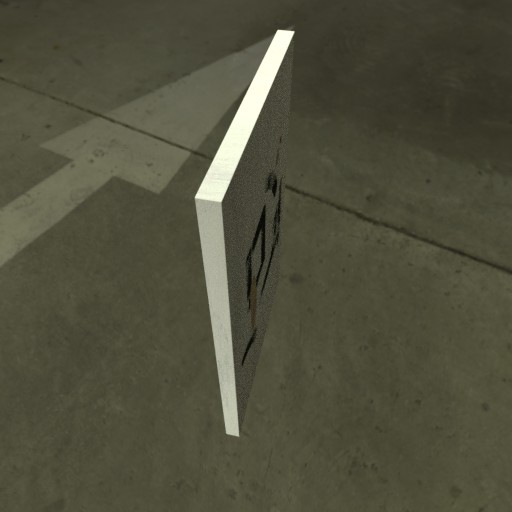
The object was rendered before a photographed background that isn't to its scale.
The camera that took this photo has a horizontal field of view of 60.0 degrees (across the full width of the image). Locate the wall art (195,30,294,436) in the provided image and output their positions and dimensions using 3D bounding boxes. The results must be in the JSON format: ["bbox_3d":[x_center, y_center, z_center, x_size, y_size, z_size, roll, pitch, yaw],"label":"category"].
[{"bbox_3d":[0.000,0.000,1.180,0.043,0.914,0.624,10,49,9],"label":"wall art"}]
